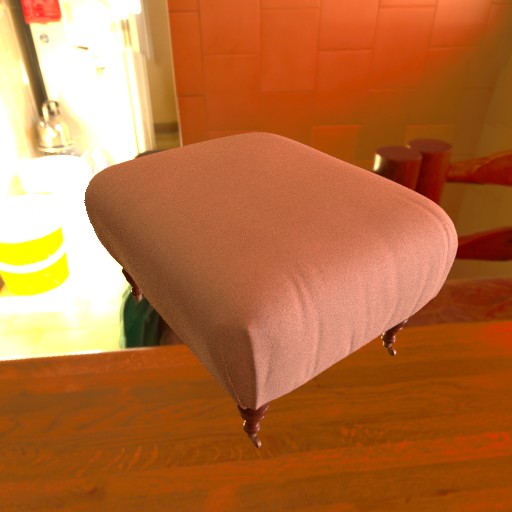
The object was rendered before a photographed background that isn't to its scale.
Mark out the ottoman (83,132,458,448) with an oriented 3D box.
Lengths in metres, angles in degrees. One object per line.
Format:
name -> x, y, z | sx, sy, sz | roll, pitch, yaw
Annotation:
ottoman -> 0.000, 0.000, 1.121 | 0.622, 0.450, 0.746 | -22, 39, -30
